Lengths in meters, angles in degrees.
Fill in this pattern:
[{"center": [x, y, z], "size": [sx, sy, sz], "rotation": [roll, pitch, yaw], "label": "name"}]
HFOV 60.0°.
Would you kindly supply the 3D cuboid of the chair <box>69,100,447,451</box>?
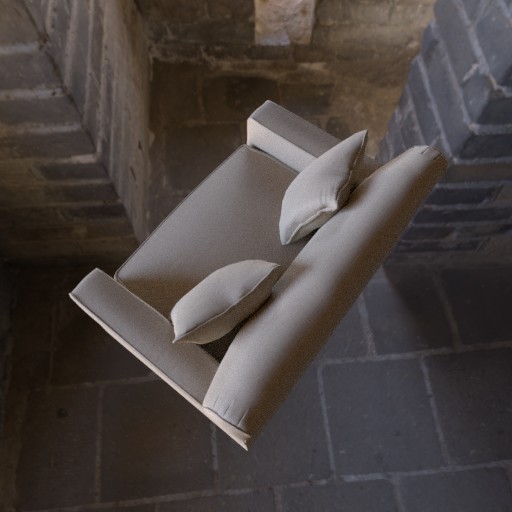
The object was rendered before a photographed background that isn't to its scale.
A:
[{"center": [0.000, 0.000, 2.091], "size": [1.000, 0.948, 1.383], "rotation": [35, 69, 15], "label": "chair"}]
